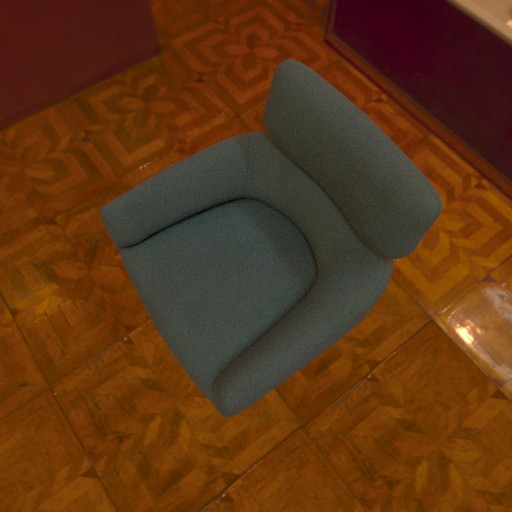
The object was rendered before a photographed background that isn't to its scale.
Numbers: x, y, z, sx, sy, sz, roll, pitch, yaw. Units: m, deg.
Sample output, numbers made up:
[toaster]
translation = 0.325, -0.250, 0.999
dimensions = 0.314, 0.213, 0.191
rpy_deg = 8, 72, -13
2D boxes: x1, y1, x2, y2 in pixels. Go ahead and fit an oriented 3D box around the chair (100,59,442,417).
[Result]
[chair]
translation = 0.000, 0.000, 1.417
dimensions = 0.761, 0.813, 0.738
rpy_deg = -32, 68, -15
